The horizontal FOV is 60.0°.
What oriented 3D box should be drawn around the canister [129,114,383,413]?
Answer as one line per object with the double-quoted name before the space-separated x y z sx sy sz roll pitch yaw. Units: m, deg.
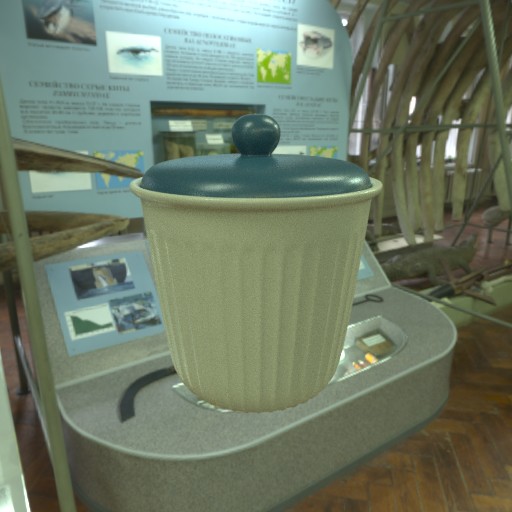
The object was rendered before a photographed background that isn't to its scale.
"canister" 0.000 0.000 0.345 0.181 0.211 0.181 0 17 0
